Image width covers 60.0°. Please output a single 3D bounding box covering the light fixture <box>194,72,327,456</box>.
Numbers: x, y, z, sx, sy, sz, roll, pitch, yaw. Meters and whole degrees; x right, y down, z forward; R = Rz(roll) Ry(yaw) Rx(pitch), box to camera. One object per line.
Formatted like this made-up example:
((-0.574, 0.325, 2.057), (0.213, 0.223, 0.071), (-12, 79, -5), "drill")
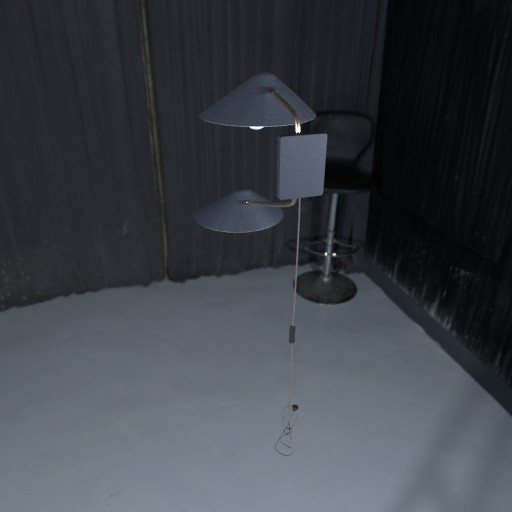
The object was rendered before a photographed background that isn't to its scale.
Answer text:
((0.000, 0.000, 0.853), (0.189, 0.665, 0.422), (-8, 29, -15), "light fixture")
